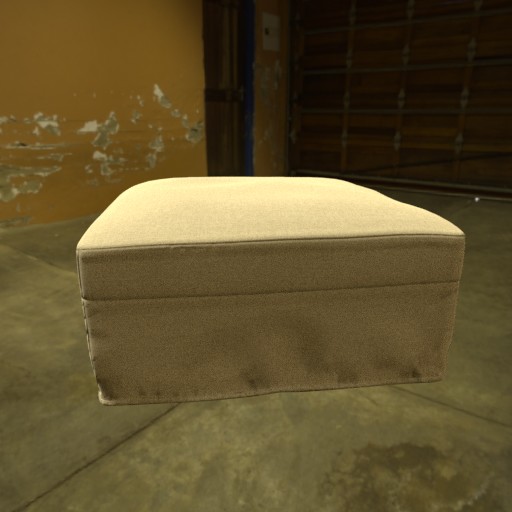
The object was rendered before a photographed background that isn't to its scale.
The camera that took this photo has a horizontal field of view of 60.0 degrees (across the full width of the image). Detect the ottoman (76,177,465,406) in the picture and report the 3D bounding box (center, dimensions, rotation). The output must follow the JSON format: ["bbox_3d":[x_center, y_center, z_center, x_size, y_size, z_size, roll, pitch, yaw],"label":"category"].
[{"bbox_3d":[0.000,0.000,1.335,0.840,0.436,0.843,-2,17,-8],"label":"ottoman"}]
